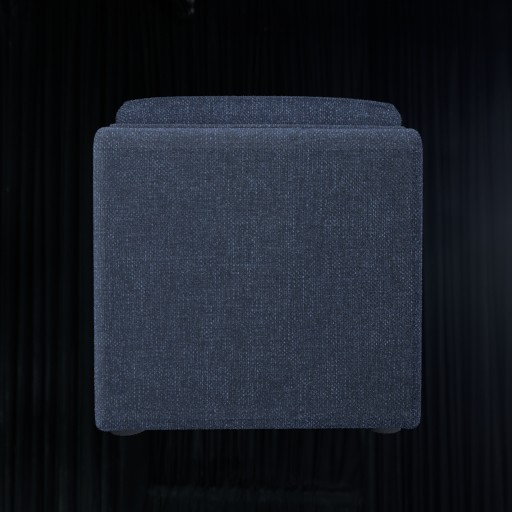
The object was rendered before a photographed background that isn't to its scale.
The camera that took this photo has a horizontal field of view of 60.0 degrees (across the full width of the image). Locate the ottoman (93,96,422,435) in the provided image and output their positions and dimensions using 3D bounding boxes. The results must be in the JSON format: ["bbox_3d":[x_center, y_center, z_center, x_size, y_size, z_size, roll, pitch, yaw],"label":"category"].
[{"bbox_3d":[0.000,0.000,0.820,0.454,0.493,0.436,0,1,-1],"label":"ottoman"}]
